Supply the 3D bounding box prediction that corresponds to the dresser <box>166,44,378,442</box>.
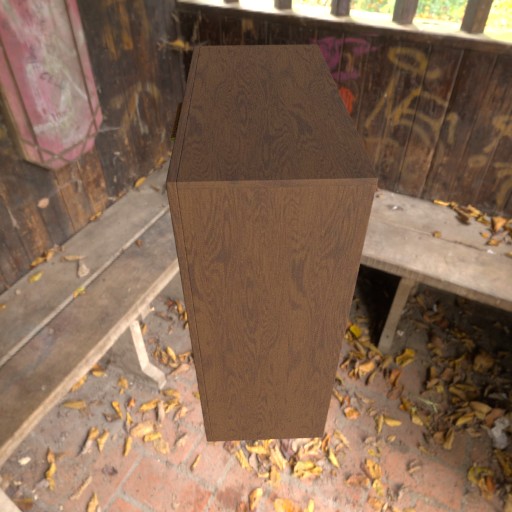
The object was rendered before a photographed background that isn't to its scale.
[{"bbox_3d":[0.000,0.000,1.792,0.516,1.320,0.964,-1,42,-2],"label":"dresser"}]
